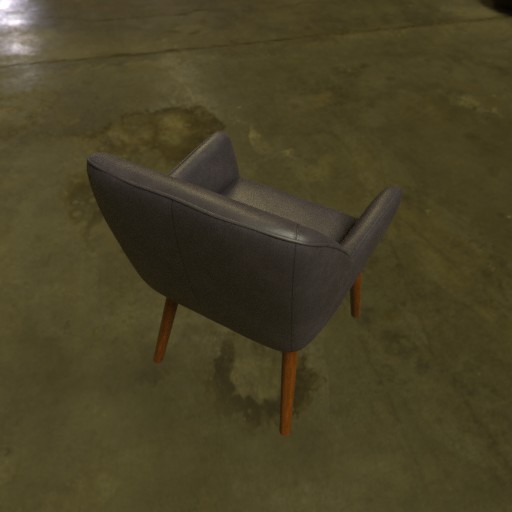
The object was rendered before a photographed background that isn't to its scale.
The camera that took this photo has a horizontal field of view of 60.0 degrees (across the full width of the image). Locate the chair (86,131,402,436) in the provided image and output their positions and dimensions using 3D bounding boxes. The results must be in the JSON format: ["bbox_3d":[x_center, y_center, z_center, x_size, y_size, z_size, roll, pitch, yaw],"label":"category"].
[{"bbox_3d":[0.000,0.000,1.259,0.610,0.828,0.610,23,50,21],"label":"chair"}]
